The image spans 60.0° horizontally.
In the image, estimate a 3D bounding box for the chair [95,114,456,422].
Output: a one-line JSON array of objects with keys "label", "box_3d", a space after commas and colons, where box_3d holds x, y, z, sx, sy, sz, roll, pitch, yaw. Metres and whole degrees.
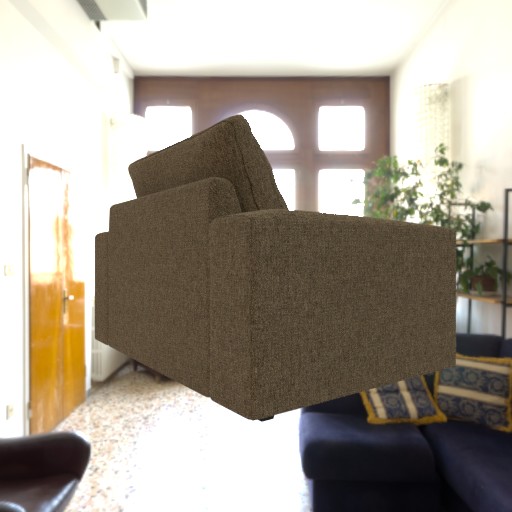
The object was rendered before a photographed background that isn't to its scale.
[{"label": "chair", "box_3d": [0.000, 0.000, 2.005, 1.039, 0.915, 1.398, 0, 0, -36]}]
